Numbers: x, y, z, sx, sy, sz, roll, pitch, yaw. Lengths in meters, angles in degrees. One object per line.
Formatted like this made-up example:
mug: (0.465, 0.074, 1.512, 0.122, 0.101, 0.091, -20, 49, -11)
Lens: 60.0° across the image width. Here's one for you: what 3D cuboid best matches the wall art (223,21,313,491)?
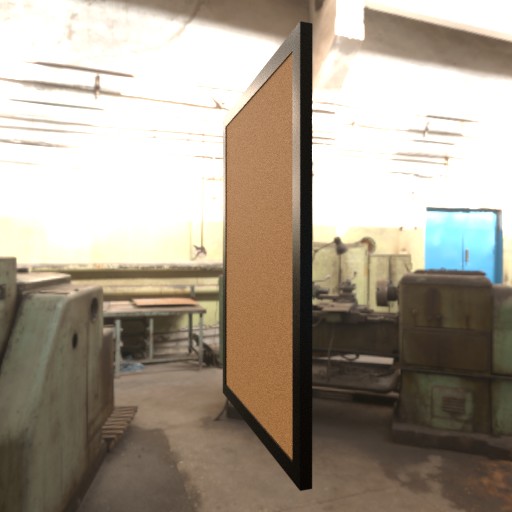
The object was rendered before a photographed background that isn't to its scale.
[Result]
wall art: (0.000, 0.000, 0.841, 0.019, 0.656, 0.462, 0, 0, -18)
